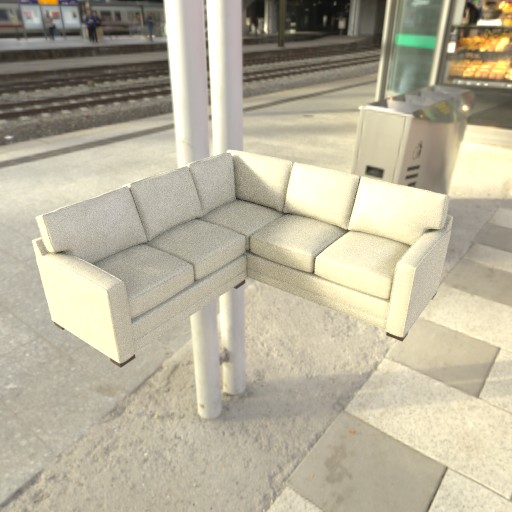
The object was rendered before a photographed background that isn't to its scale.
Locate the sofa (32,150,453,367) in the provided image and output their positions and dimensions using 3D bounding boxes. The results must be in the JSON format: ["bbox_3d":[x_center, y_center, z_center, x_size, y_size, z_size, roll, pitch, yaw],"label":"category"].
[{"bbox_3d":[0.000,0.000,3.308,2.211,0.936,2.188,19,33,31],"label":"sofa"}]
